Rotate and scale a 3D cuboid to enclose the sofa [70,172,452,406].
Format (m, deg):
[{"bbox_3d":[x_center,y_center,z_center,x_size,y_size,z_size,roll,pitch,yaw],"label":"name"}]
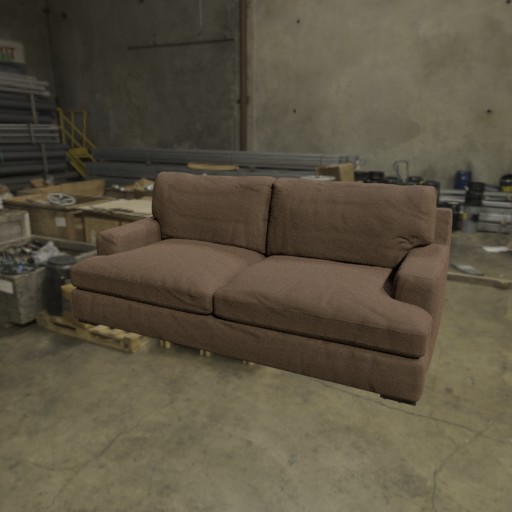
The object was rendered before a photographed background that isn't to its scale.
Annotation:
[{"bbox_3d":[0.000,0.000,2.884,2.274,0.950,1.140,8,17,25],"label":"sofa"}]
